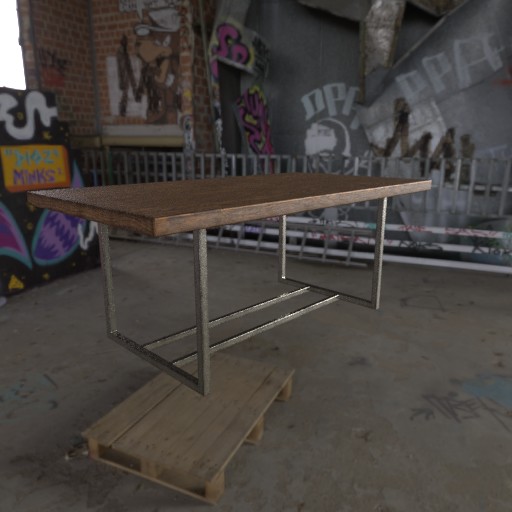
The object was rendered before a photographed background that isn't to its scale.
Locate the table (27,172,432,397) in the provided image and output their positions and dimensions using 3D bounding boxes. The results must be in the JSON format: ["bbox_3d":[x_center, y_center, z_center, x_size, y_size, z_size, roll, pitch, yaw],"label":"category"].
[{"bbox_3d":[0.000,0.000,2.503,1.078,0.795,1.989,14,20,43],"label":"table"}]
